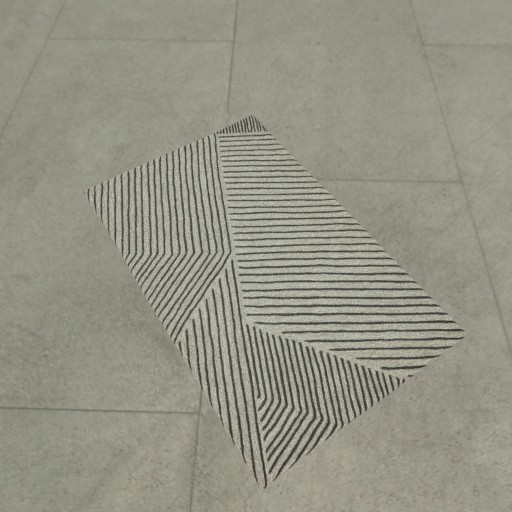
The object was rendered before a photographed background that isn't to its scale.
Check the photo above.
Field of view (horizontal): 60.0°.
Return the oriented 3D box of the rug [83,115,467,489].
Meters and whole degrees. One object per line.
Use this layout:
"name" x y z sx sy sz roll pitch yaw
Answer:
"rug" 0.000 0.000 3.038 1.539 0.023 2.406 -30 63 -17
